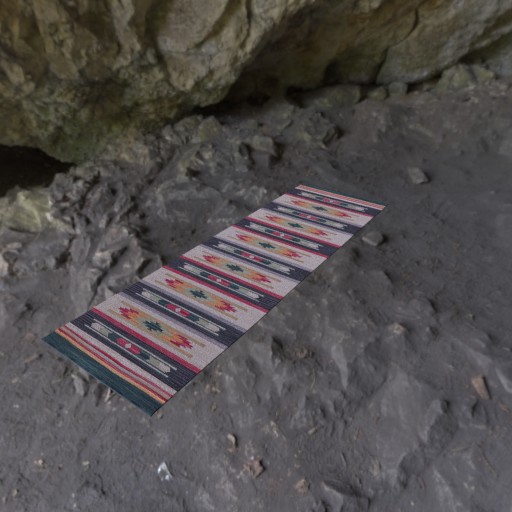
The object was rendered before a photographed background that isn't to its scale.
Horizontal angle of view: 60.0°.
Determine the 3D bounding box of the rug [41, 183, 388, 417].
[{"bbox_3d":[0.000,0.000,2.751,0.760,0.009,2.440,20,36,30],"label":"rug"}]
